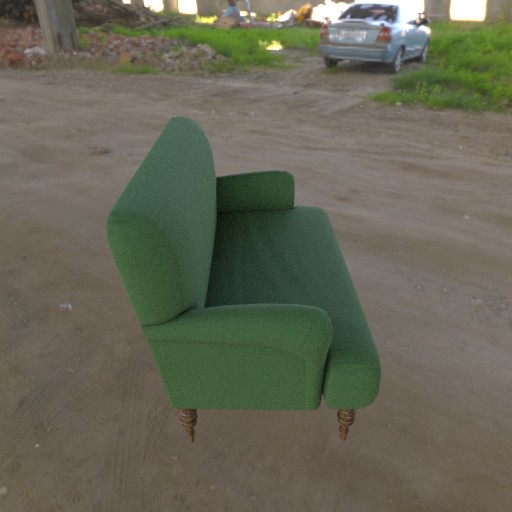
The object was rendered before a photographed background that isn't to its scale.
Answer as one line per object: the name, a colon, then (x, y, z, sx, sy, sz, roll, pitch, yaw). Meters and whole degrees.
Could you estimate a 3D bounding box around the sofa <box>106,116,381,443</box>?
sofa: (0.000, 0.000, 1.819, 0.779, 0.889, 1.297, 0, 30, -1)
